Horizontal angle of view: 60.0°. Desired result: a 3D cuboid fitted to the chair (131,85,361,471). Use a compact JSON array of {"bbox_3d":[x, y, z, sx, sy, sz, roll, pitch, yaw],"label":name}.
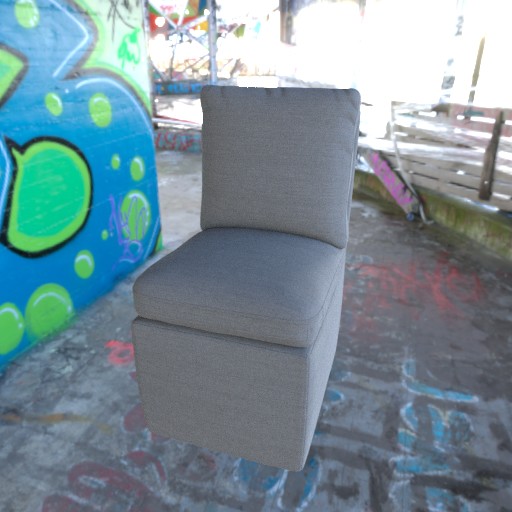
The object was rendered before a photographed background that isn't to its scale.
[{"bbox_3d":[0.000,0.000,1.329,0.503,0.927,0.698,8,26,16],"label":"chair"}]
